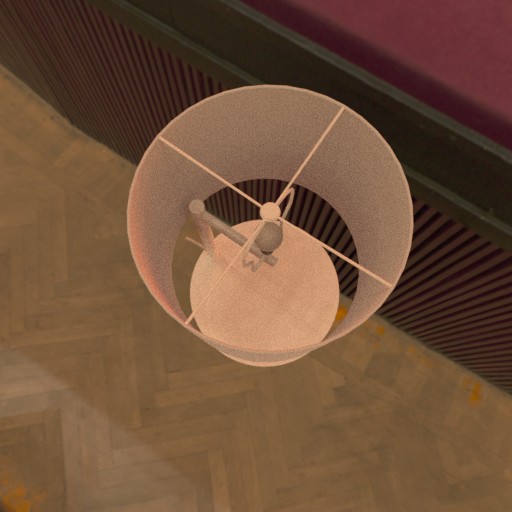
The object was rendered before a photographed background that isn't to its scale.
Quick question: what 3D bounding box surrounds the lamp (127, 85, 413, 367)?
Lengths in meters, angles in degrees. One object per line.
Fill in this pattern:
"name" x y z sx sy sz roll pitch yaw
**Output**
"lamp" 0.000 0.000 0.684 0.341 0.454 0.299 34 77 9
